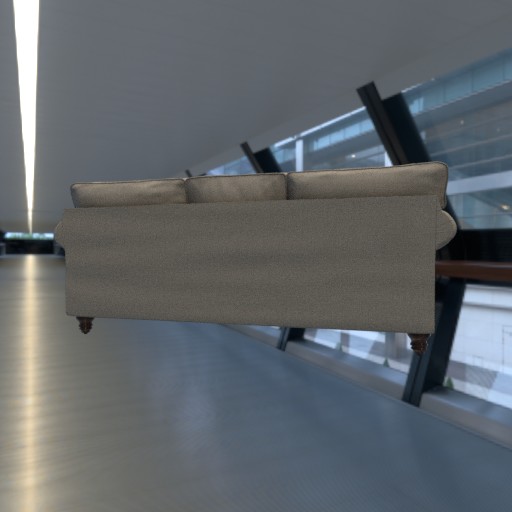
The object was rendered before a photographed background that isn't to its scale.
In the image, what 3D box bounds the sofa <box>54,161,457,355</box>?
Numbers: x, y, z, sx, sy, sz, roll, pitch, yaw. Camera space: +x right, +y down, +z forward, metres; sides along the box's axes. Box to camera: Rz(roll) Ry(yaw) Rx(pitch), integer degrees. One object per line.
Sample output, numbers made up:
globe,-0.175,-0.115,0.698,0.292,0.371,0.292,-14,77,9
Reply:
sofa,0.000,0.000,2.661,2.118,0.889,0.998,0,0,17
